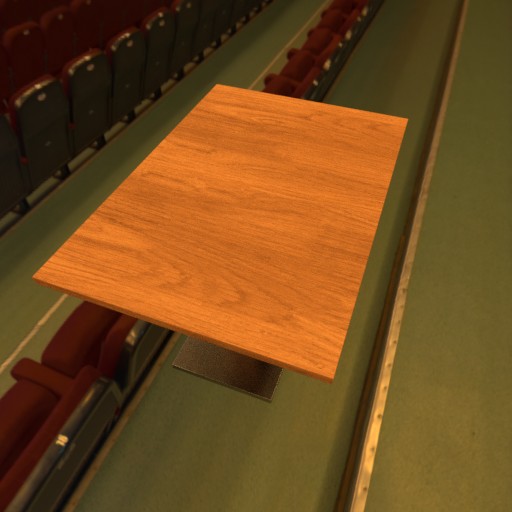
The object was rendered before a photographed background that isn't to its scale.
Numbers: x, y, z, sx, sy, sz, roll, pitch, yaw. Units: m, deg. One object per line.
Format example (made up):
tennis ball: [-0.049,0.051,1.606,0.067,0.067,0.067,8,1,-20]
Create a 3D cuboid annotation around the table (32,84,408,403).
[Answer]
table: [0.000,0.000,1.876,0.900,0.770,1.300,16,49,14]
